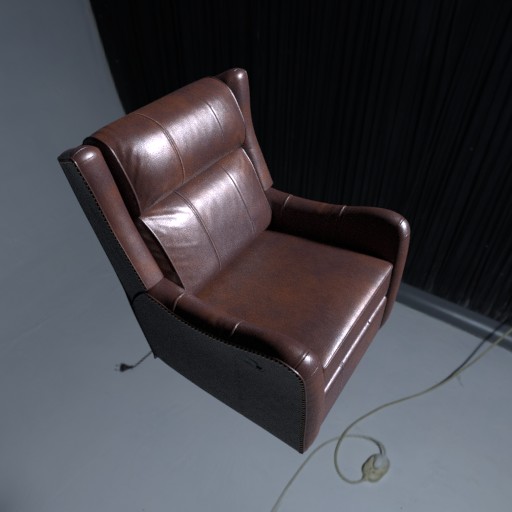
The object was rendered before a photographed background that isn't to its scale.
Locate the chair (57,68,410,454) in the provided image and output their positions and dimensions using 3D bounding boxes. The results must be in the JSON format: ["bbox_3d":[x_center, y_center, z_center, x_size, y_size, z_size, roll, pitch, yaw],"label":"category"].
[{"bbox_3d":[0.000,0.000,1.772,1.008,1.084,0.869,25,48,25],"label":"chair"}]
